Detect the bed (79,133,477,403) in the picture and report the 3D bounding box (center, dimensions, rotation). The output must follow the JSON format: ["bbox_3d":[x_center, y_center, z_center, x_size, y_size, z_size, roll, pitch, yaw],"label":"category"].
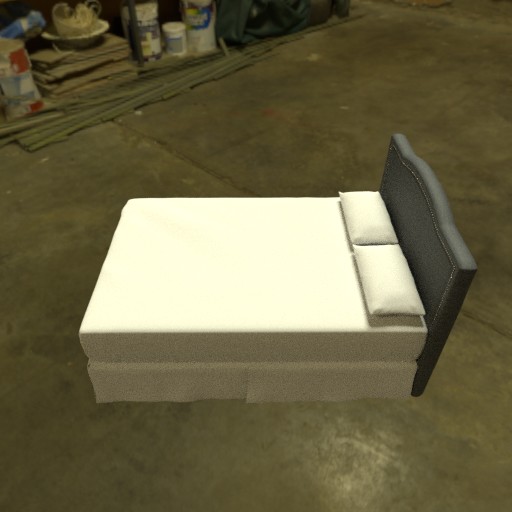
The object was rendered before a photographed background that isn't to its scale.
[{"bbox_3d":[0.000,0.000,3.517,2.507,1.441,1.747,0,41,0],"label":"bed"}]
